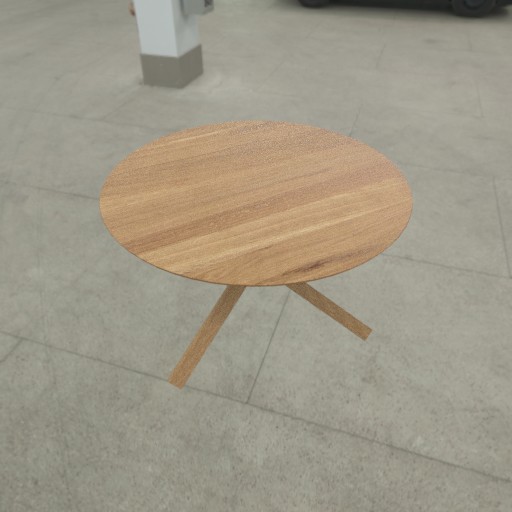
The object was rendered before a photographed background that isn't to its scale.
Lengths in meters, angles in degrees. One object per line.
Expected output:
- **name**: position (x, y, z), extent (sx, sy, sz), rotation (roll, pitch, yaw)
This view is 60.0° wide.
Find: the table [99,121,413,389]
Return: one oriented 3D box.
- **table**: position (0.000, 0.000, 1.733), extent (1.038, 0.666, 1.038), rotation (0, 40, 0)
